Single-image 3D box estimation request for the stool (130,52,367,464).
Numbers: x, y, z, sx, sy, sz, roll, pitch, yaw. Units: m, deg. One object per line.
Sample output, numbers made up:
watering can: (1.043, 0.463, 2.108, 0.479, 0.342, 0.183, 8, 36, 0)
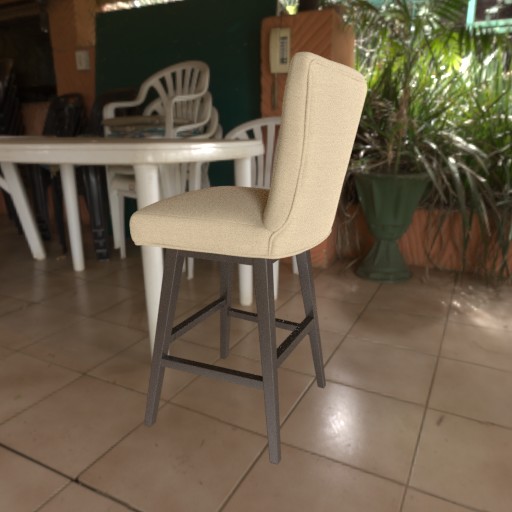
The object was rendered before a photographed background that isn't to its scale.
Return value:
stool: (0.000, 0.000, 1.390, 0.574, 1.086, 0.514, 8, 18, 25)
